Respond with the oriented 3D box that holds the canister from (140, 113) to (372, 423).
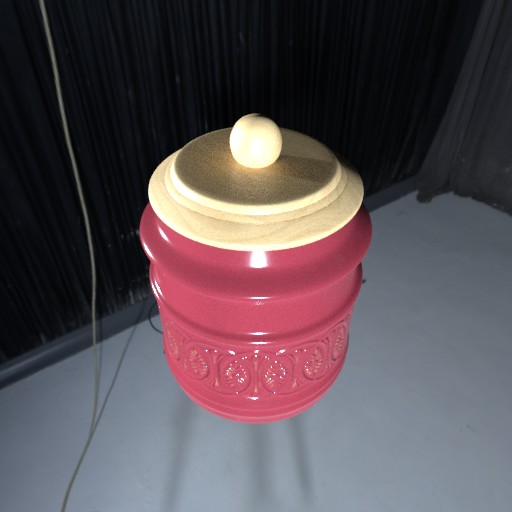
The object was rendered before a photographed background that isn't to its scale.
[{"bbox_3d":[0.000,0.000,0.271,0.130,0.176,0.130,0,40,0],"label":"canister"}]
